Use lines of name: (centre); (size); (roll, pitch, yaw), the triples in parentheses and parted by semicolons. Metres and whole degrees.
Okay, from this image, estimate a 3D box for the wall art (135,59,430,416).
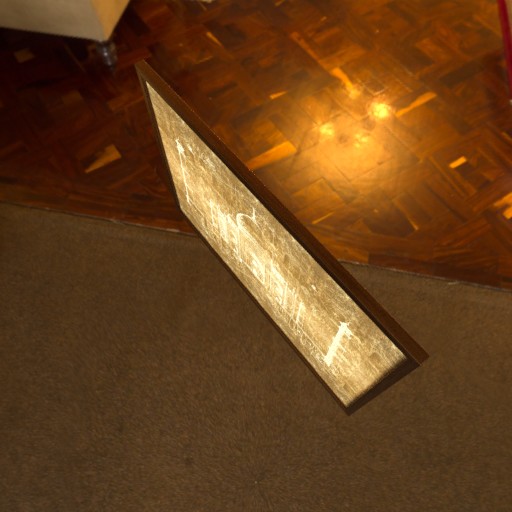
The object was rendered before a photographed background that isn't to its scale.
wall art: (0.000, 0.000, 0.560); (0.012, 0.304, 0.431); (-35, 68, -16)
